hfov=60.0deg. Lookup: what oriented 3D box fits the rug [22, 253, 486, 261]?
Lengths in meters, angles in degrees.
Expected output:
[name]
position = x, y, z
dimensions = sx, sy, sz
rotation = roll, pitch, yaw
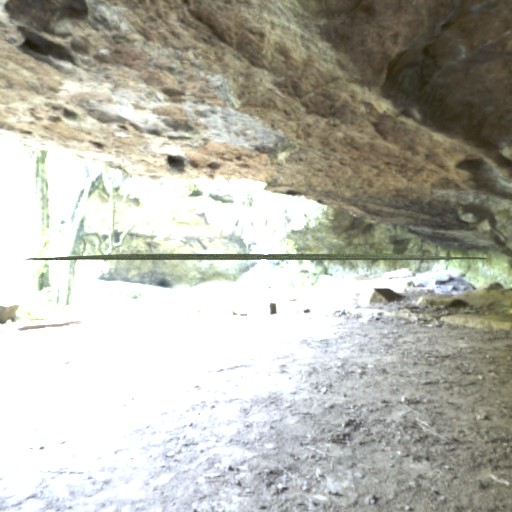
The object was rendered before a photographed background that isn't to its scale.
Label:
[rug]
position = 0.000, 0.000, 4.123
dimensions = 3.069, 0.026, 2.451
rotation = 0, 1, 2
